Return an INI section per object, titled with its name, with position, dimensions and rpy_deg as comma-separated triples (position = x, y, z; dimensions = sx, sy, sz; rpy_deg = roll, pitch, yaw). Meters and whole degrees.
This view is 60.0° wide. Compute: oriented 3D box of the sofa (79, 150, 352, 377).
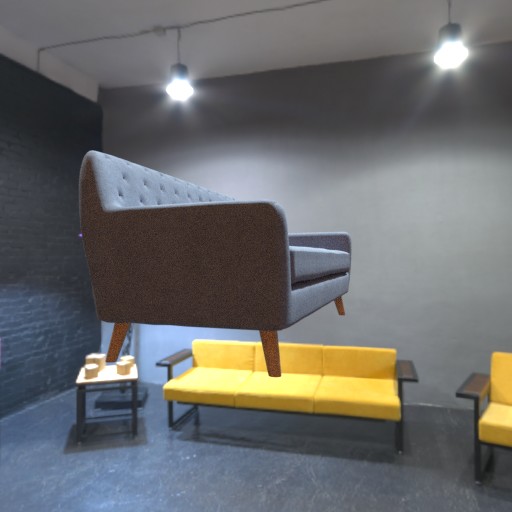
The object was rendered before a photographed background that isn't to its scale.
[sofa]
position = 0.000, 0.000, 2.440
dimensions = 0.830, 0.830, 1.970
rpy_deg = 0, 0, 19
